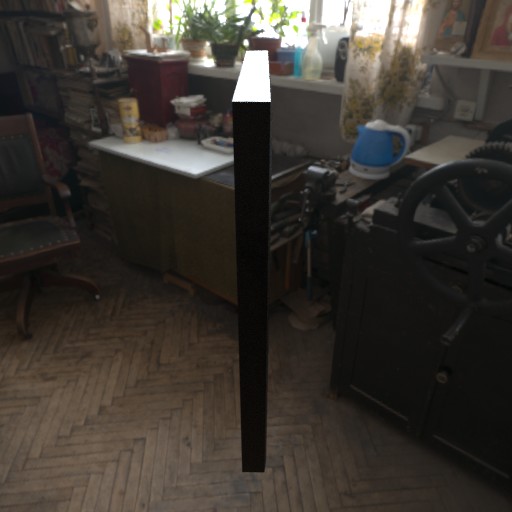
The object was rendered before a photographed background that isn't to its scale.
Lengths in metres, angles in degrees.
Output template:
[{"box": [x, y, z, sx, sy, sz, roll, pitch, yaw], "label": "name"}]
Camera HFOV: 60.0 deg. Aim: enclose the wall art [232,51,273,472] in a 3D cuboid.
[{"box": [0.000, 0.000, 0.582, 0.031, 0.457, 0.313, 0, 31, 1], "label": "wall art"}]
